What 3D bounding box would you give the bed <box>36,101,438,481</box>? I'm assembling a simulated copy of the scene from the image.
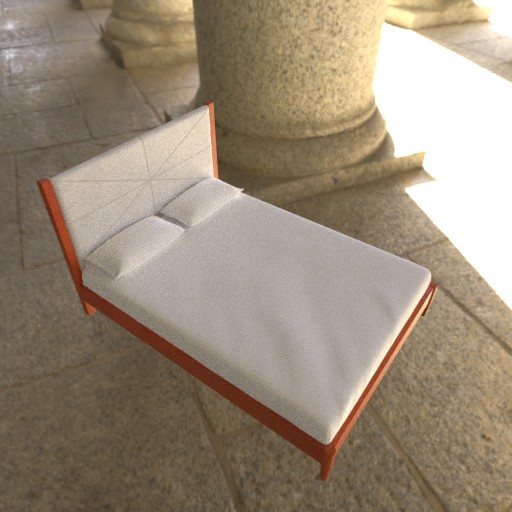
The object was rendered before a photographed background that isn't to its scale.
[{"bbox_3d":[0.000,0.000,3.017,2.117,1.165,1.566,26,47,27],"label":"bed"}]
